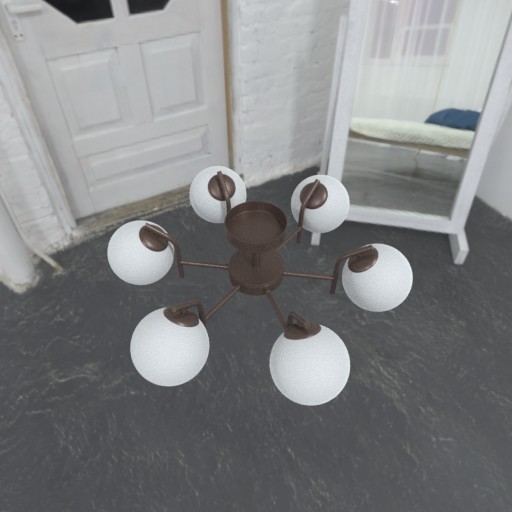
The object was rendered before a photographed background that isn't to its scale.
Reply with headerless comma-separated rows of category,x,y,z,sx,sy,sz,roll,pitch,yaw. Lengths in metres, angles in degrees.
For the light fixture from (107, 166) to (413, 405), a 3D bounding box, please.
light fixture,0.000,0.000,0.947,0.662,0.201,0.662,0,47,0
